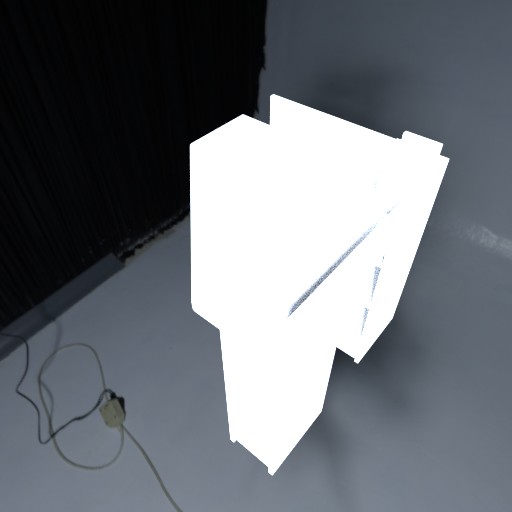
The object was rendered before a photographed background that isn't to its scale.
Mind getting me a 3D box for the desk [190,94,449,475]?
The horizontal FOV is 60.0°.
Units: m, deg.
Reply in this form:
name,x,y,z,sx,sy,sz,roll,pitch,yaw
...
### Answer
name,x,y,z,sx,sy,sz,roll,pitch,yaw
desk,0.000,0.000,1.766,0.940,0.986,0.940,31,52,27
